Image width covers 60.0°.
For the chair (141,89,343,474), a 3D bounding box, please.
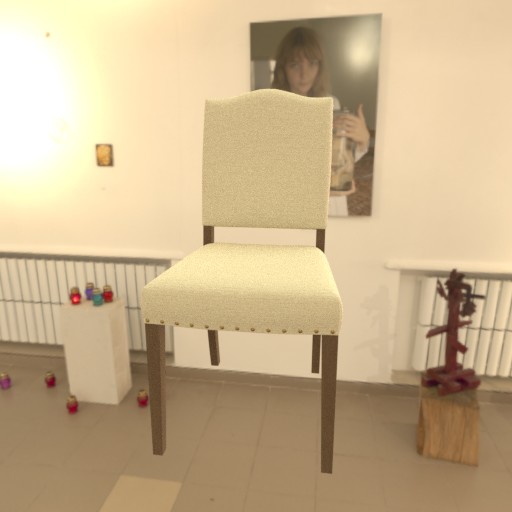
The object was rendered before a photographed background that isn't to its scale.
[{"bbox_3d":[0.000,0.000,1.359,0.508,1.015,0.619,2,15,8],"label":"chair"}]
